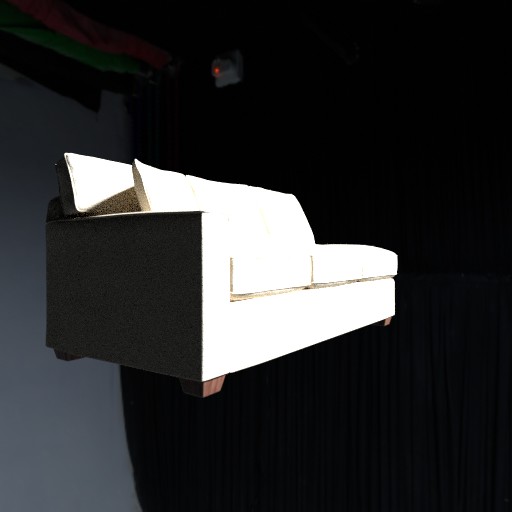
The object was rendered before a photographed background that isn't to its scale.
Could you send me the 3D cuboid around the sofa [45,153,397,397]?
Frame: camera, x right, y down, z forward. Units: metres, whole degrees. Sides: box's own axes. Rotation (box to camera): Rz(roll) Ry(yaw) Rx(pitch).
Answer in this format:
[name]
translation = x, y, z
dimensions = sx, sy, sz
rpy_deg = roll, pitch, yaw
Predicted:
[sofa]
translation = 0.000, 0.000, 2.542
dimensions = 1.034, 0.946, 1.962
rpy_deg = 1, 1, 36
